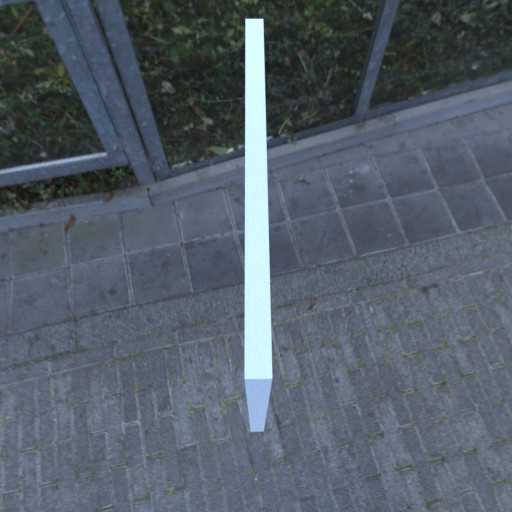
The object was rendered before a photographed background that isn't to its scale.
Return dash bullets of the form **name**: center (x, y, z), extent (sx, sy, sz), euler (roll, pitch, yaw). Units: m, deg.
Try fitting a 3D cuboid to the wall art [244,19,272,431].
- **wall art**: center (0.000, 0.000, 0.670), extent (0.023, 0.453, 0.455), euler (0, 63, 0)
